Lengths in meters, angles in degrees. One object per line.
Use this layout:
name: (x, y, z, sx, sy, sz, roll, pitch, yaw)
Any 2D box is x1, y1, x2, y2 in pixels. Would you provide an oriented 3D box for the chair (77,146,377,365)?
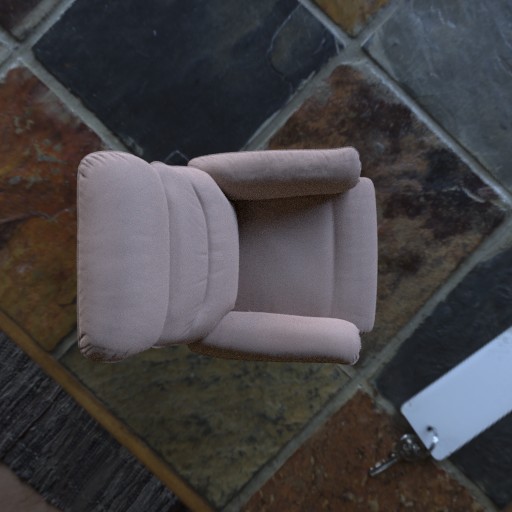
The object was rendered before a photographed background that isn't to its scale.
chair: (0.000, 0.000, 1.729, 1.004, 1.037, 0.820, 0, 90, 1)
